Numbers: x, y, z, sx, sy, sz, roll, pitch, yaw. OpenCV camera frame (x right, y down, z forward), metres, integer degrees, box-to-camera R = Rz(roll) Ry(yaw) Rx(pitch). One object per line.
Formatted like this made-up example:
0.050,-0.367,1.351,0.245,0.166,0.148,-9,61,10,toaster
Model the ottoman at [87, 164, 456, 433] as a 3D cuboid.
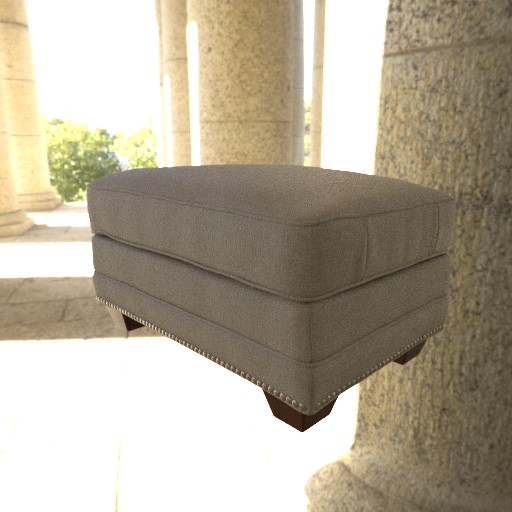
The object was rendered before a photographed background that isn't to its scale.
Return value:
0.000,0.000,1.140,0.559,0.458,0.813,-13,19,-43,ottoman
